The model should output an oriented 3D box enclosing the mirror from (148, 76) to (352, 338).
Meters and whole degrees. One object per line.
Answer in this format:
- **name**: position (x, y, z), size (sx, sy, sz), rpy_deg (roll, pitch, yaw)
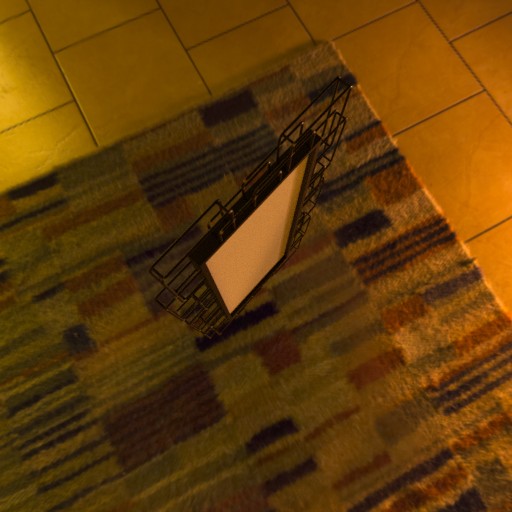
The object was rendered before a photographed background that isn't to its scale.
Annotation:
- **mirror**: position (0.000, 0.000, 1.342), size (0.037, 1.192, 0.565), rpy_deg (41, 79, 9)
